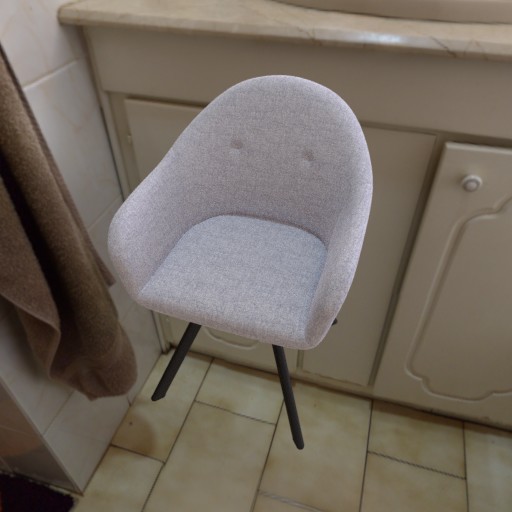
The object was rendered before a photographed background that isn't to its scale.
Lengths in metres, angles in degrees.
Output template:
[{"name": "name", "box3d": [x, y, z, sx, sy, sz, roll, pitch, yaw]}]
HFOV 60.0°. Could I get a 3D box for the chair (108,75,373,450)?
[{"name": "chair", "box3d": [0.000, 0.000, 1.188, 0.540, 0.780, 0.570, 13, 43, 14]}]
